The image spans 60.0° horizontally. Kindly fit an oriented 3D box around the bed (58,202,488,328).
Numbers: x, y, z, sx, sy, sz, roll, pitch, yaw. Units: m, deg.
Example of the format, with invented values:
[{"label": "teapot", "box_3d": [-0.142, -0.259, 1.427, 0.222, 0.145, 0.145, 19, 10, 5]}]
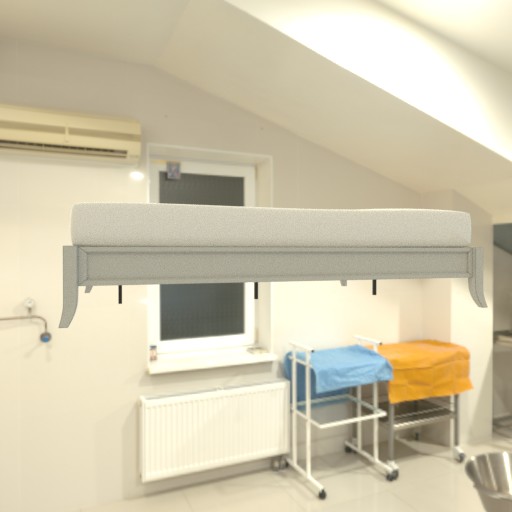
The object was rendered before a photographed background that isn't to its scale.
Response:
[{"label": "bed", "box_3d": [0.000, 0.000, 2.621, 1.985, 0.510, 1.460, 0, 1, -18]}]
